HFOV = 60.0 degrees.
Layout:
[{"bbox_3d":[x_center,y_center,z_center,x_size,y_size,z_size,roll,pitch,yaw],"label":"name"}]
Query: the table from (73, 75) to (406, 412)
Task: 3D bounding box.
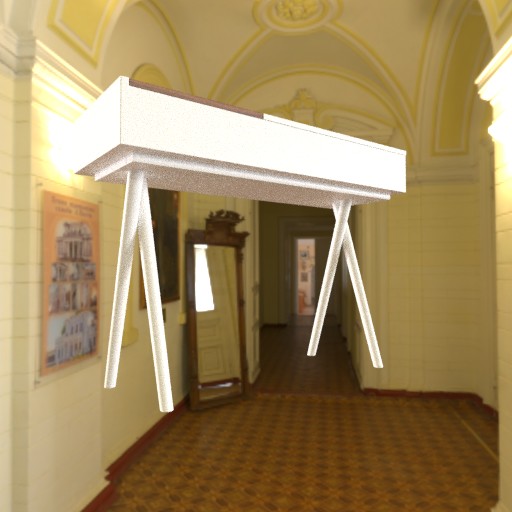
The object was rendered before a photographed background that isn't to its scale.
[{"bbox_3d":[0.000,0.000,1.471,1.066,0.785,0.418,1,-2,-37],"label":"table"}]
